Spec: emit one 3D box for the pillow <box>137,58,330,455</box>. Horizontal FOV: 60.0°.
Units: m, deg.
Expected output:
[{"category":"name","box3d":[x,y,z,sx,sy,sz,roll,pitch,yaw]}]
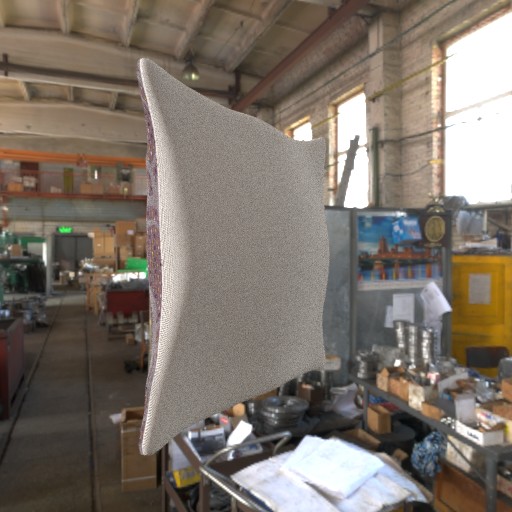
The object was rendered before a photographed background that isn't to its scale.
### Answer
[{"category":"pillow","box3d":[0.000,0.000,0.777,0.163,0.513,0.514,1,2,35]}]
